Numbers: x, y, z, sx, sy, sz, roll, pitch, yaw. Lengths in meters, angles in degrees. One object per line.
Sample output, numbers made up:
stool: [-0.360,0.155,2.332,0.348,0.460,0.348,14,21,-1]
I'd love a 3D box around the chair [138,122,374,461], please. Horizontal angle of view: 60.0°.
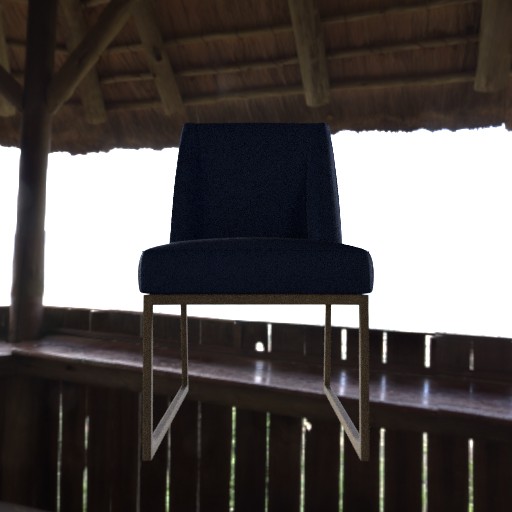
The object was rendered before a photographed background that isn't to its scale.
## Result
chair: [0.000,0.000,1.178,0.508,0.863,0.522,0,-1,0]
